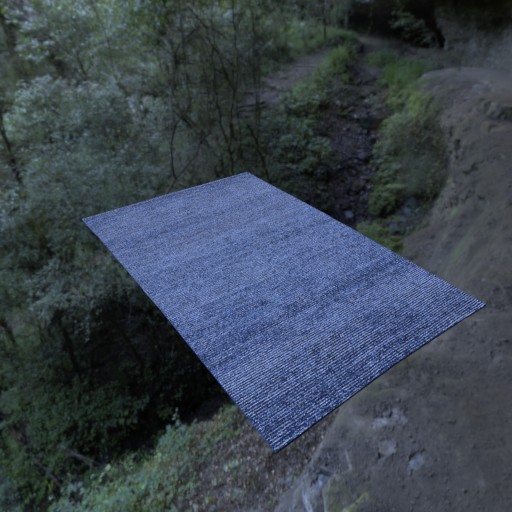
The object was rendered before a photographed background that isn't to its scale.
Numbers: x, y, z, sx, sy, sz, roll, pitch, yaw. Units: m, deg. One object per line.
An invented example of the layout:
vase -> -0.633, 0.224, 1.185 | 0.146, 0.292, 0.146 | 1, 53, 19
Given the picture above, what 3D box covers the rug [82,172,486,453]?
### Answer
rug -> 0.000, 0.000, 2.214 | 1.159, 0.025, 1.793 | -22, 39, -29
